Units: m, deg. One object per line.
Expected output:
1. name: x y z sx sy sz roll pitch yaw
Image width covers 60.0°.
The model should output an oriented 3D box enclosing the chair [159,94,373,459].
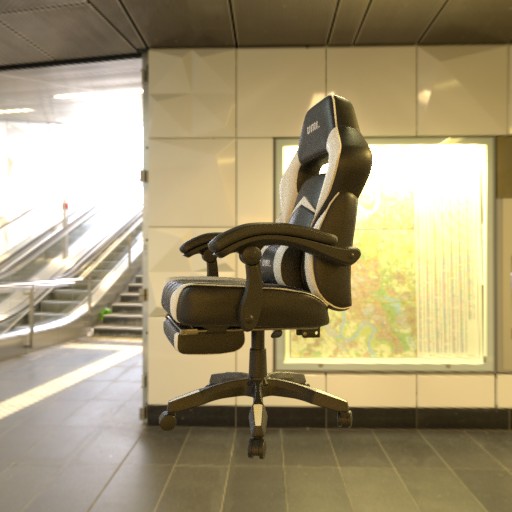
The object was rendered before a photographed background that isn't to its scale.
1. chair: 0.000 0.000 1.635 0.700 1.200 0.676 0 0 -18
